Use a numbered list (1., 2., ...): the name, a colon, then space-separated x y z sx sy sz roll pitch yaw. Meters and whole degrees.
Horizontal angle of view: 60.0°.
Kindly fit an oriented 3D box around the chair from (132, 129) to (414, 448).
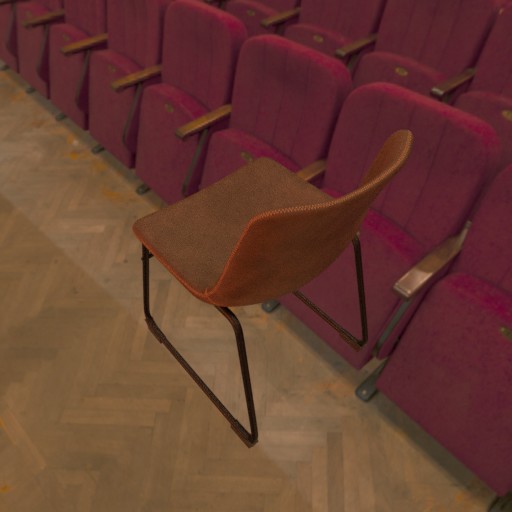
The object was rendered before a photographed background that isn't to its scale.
1. chair: 0.000 0.000 1.096 0.460 0.780 0.551 -33 55 -27
